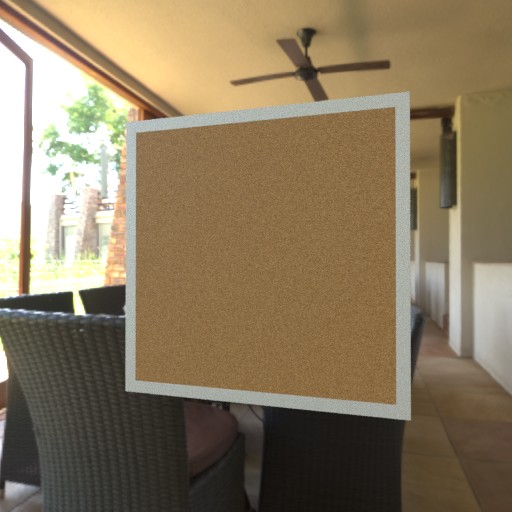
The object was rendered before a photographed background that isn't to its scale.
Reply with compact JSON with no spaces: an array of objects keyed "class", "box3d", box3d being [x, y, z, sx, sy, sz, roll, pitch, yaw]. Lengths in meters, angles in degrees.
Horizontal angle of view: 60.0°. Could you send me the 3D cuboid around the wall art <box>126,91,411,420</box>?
[{"class":"wall art","box3d":[0.000,0.000,1.160,0.762,0.762,0.038,0,-1,18]}]
